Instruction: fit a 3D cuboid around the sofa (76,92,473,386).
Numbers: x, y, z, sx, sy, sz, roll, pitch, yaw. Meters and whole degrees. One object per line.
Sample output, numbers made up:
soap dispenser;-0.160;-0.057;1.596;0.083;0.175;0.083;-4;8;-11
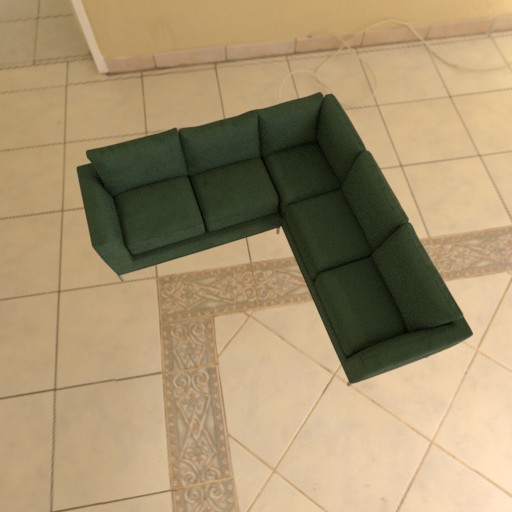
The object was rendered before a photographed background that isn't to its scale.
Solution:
sofa;0.000;0.000;3.719;2.468;1.004;2.452;-17;65;-8
